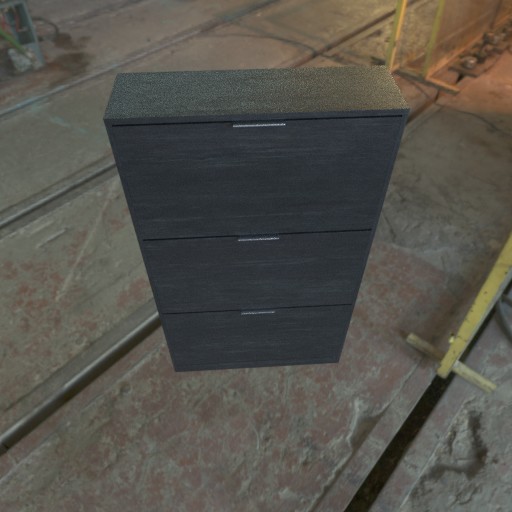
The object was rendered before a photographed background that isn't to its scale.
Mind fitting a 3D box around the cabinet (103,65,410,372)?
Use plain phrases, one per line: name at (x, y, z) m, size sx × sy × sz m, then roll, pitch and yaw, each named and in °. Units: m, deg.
cabinet at (0.000, 0.000, 1.628) m, size 0.750 × 1.280 × 0.250 m, roll -3°, pitch 48°, yaw -2°
